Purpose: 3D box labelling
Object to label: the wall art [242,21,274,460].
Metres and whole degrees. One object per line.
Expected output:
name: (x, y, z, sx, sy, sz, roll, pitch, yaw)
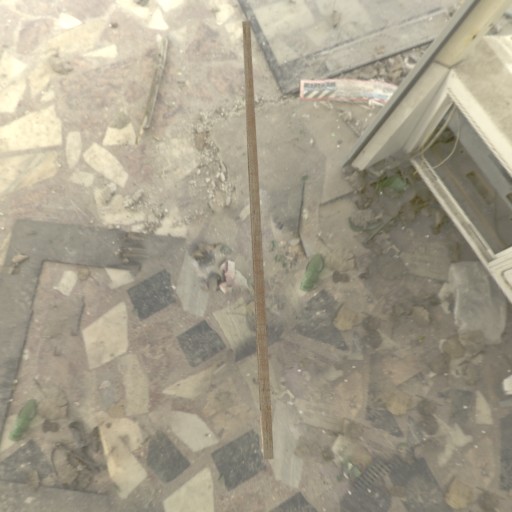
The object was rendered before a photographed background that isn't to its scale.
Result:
wall art: (0.000, 0.000, 1.355, 0.019, 0.774, 1.012, -3, 75, -1)
